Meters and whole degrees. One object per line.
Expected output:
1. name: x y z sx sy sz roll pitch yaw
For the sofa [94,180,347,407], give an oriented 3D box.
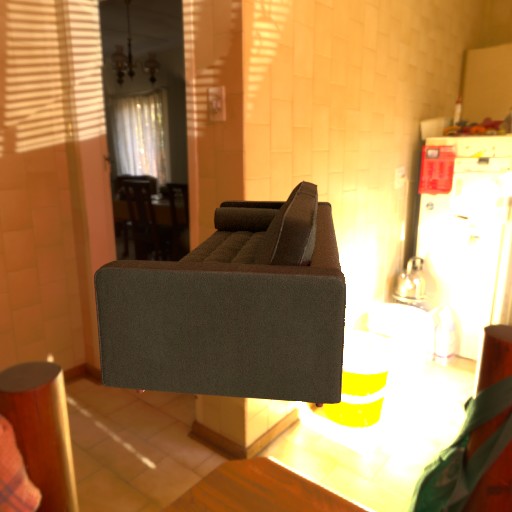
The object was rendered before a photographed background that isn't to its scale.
1. sofa: 0.000 0.000 2.609 0.918 0.769 2.199 2 14 8
